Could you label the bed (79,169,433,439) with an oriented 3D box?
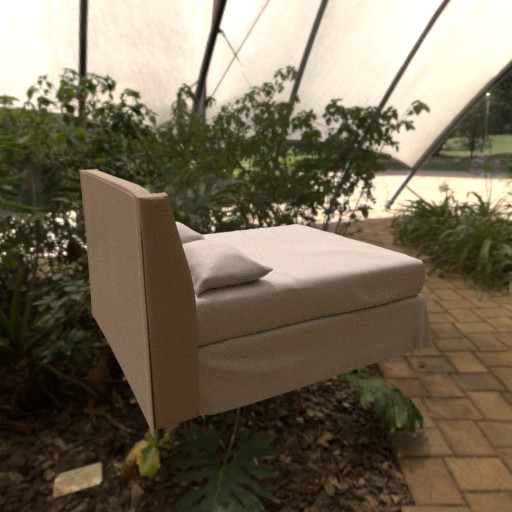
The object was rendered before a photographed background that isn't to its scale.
[{"bbox_3d":[0.000,0.000,3.489,2.276,1.332,1.925,-8,17,-28],"label":"bed"}]
